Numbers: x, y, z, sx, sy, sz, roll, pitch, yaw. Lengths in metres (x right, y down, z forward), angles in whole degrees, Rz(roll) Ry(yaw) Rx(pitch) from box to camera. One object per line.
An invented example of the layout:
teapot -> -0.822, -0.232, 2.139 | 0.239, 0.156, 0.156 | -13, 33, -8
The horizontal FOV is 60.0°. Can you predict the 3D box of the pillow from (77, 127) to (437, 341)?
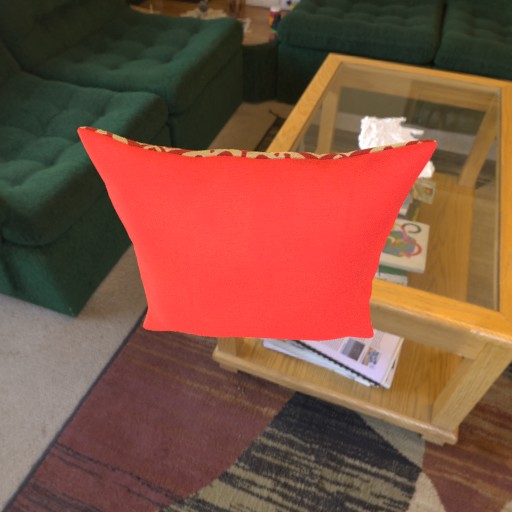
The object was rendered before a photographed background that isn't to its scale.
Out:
pillow -> 0.000, 0.000, 0.817 | 0.522, 0.507, 0.192 | 3, 47, 2
